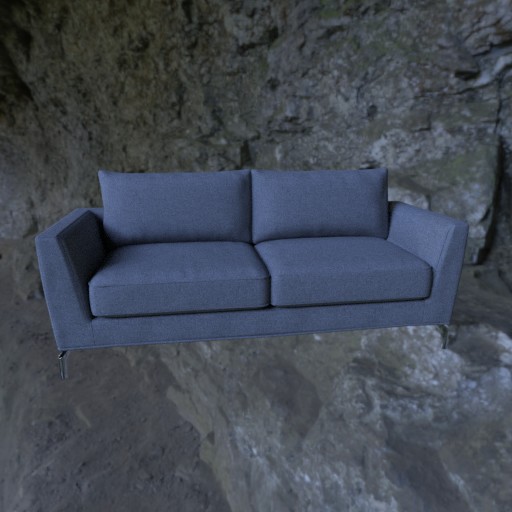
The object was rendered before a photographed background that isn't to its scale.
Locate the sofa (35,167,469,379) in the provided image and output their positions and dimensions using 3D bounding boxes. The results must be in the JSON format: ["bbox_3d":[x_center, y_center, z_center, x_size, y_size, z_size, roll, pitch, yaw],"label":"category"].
[{"bbox_3d":[0.000,0.000,2.663,2.212,1.002,0.869,-2,16,-8],"label":"sofa"}]
